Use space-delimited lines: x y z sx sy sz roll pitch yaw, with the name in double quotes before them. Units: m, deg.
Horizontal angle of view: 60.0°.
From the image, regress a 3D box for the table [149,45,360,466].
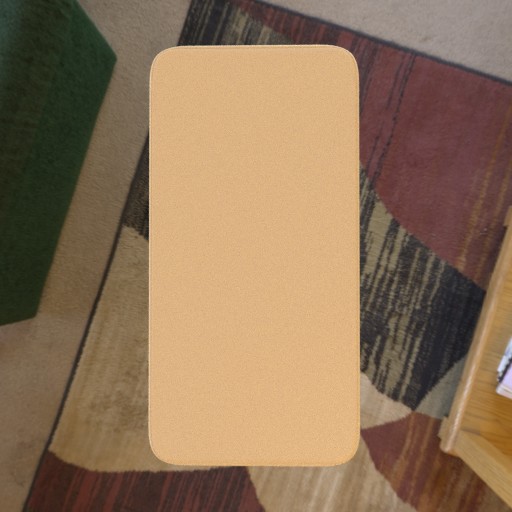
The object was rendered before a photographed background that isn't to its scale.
"table" 0.000 0.000 1.647 0.610 0.729 1.219 0 89 1
